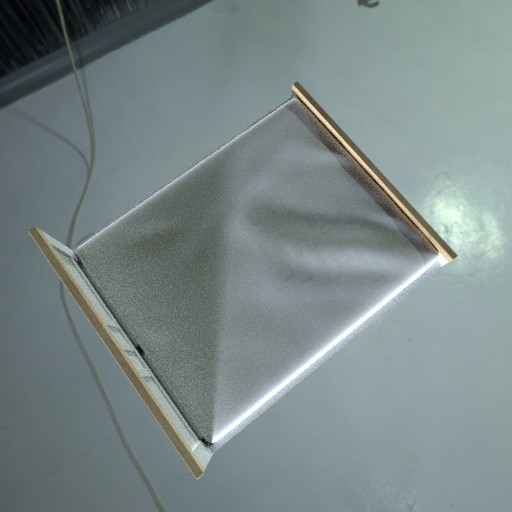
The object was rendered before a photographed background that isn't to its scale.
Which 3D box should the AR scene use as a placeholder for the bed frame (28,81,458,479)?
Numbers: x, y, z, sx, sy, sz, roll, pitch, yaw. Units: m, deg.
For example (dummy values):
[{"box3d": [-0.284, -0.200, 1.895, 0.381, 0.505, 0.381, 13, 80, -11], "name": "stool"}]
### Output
[{"box3d": [0.000, 0.000, 3.025, 2.050, 0.980, 1.670, -37, 78, -9], "name": "bed frame"}]
